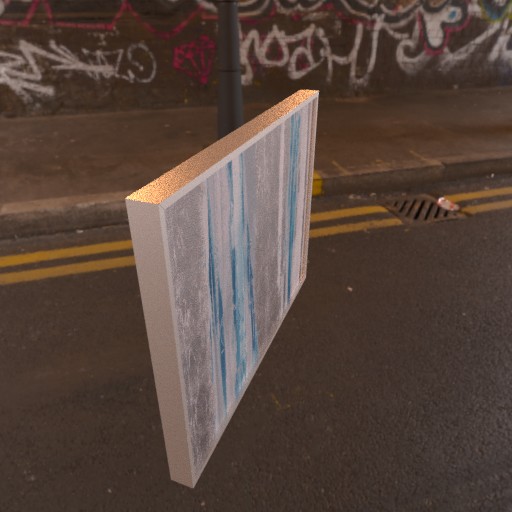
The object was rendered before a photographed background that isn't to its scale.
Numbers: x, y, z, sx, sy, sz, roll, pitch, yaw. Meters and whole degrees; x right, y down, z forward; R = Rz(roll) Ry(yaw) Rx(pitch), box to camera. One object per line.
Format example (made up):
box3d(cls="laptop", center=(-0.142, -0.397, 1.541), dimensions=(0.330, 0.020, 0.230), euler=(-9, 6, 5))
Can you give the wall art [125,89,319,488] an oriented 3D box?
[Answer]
box3d(cls="wall art", center=(0.000, 0.000, 1.375), dimensions=(0.066, 0.801, 1.056), euler=(11, 33, 18))
